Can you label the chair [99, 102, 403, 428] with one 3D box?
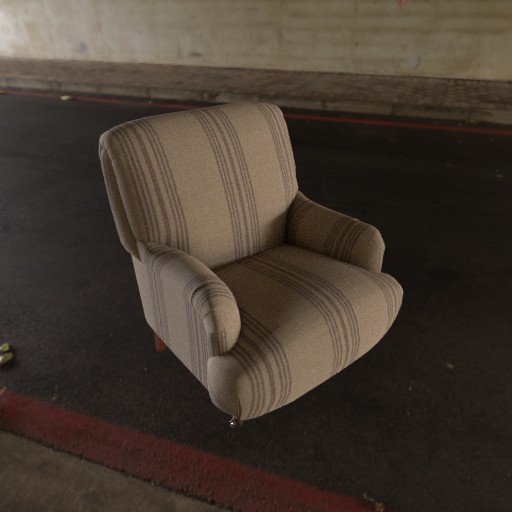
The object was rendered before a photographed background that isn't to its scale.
[{"bbox_3d":[0.000,0.000,1.632,0.813,0.940,0.914,-22,37,-32],"label":"chair"}]
